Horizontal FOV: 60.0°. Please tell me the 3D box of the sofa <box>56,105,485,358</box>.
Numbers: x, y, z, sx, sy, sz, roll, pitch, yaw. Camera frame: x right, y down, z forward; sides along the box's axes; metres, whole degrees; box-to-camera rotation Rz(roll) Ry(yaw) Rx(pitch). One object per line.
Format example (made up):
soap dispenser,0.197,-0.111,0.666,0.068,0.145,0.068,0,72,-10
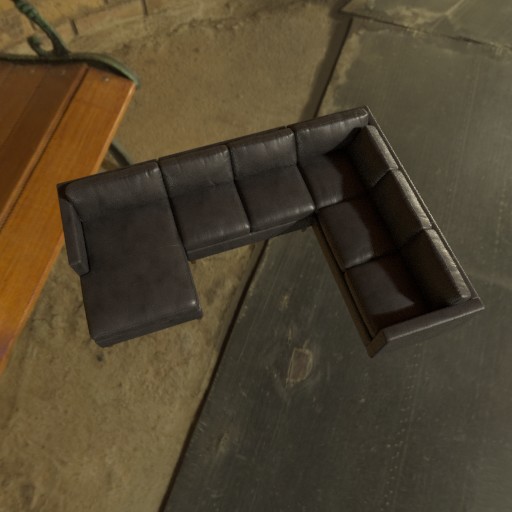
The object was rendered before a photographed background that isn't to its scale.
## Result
sofa,0.000,0.000,4.312,3.324,0.891,2.452,-16,65,-8
